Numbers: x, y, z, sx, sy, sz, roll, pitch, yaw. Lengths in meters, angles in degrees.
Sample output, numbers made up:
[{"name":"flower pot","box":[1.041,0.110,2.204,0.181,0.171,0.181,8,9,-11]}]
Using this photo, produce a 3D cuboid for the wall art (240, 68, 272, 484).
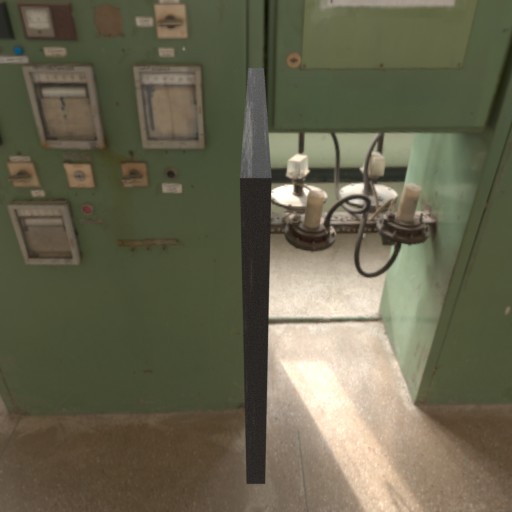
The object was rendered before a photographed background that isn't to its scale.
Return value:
[{"name":"wall art","box":[0.000,0.000,1.133,0.043,0.758,0.762,0,33,0]}]
